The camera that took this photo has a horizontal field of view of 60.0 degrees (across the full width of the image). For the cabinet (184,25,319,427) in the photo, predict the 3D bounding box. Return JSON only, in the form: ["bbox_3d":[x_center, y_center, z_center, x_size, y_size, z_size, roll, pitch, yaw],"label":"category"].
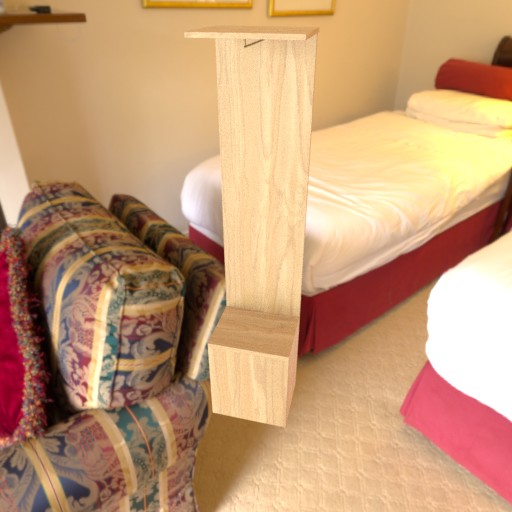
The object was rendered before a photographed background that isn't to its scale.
[{"bbox_3d":[0.000,0.000,2.058,0.411,1.879,0.338,7,32,12],"label":"cabinet"}]
